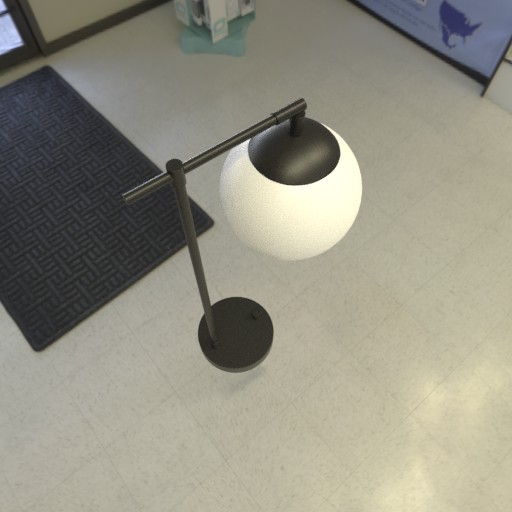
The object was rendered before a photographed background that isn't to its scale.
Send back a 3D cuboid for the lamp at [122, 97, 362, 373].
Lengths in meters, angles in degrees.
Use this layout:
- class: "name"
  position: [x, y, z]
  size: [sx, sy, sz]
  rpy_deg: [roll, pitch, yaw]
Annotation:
- class: "lamp"
  position: [0.000, 0.000, 0.706]
  size: [0.316, 0.559, 0.197]
  rpy_deg: [-33, 65, -18]
